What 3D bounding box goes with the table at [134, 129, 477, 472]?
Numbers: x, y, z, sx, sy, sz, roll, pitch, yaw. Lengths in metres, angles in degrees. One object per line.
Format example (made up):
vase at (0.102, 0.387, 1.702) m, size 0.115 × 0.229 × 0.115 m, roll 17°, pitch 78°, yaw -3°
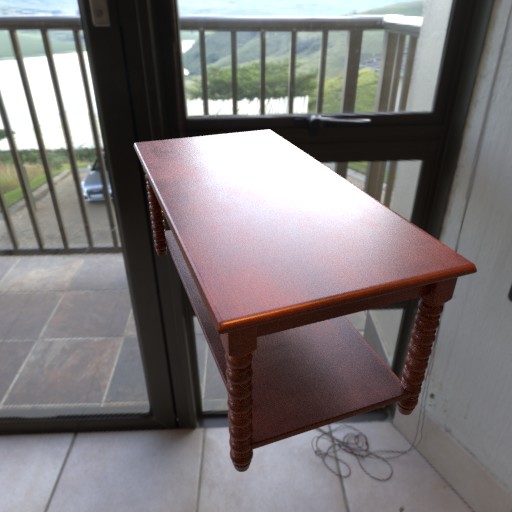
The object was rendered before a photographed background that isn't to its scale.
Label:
table at (0.000, 0.000, 1.446) m, size 0.580 × 0.485 × 1.171 m, roll -11°, pitch 32°, yaw -18°
